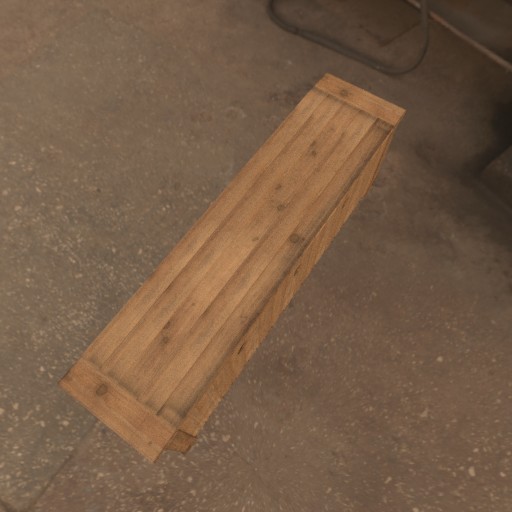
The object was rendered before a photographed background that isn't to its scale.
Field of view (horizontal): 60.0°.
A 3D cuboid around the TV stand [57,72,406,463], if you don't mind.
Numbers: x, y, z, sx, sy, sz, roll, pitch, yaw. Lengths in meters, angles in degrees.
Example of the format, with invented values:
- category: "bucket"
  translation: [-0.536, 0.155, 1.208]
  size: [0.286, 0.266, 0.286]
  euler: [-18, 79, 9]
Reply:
- category: "TV stand"
  translation: [0.000, 0.000, 2.045]
  size: [0.453, 0.573, 1.804]
  euler: [32, 68, 14]
